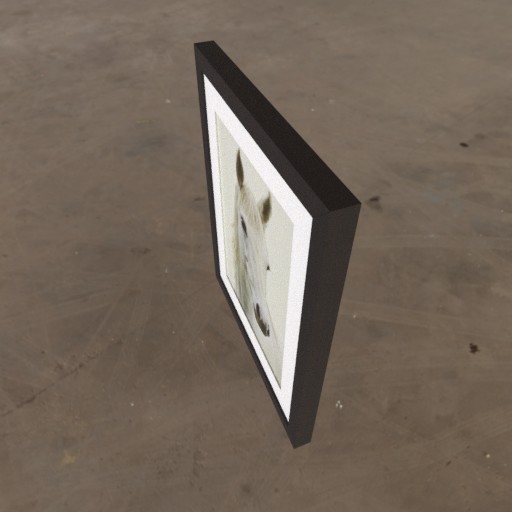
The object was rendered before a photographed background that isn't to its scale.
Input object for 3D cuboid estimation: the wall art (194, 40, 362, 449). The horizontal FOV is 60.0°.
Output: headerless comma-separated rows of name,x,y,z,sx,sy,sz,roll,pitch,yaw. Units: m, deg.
wall art,0.000,0.000,0.759,0.034,0.552,0.455,-16,47,-15
